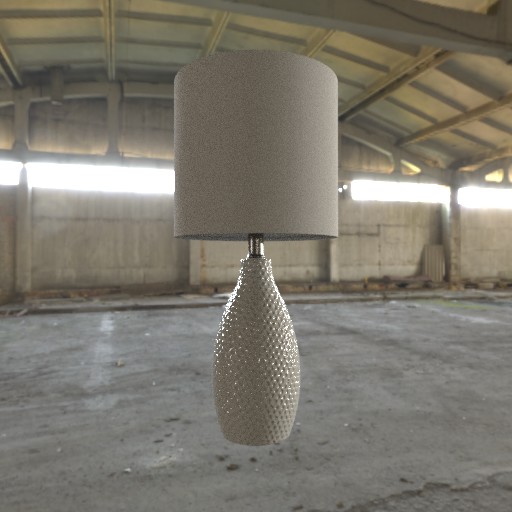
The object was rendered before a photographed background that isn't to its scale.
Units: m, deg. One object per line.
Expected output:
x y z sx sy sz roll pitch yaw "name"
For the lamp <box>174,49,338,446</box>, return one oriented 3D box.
0.000 0.000 0.589 0.214 0.466 0.214 0 -1 -18 "lamp"
